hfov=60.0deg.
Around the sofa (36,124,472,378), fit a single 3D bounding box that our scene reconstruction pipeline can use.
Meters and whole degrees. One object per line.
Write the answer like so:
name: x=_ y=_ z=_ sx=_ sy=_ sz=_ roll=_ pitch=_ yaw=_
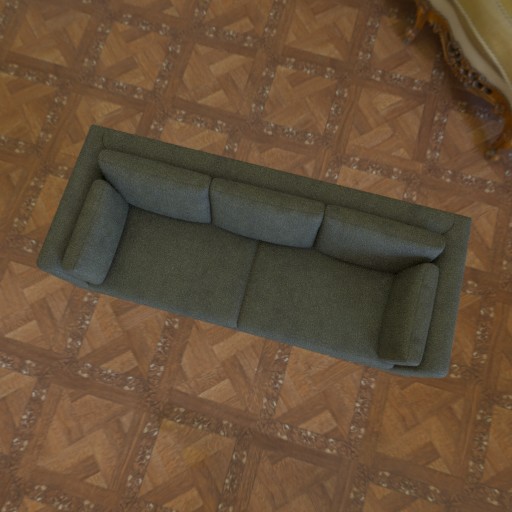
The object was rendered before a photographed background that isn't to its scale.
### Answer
sofa: x=0.000 y=0.000 z=2.900 sx=2.415 sy=0.867 sz=0.969 roll=15 pitch=76 yaw=4
